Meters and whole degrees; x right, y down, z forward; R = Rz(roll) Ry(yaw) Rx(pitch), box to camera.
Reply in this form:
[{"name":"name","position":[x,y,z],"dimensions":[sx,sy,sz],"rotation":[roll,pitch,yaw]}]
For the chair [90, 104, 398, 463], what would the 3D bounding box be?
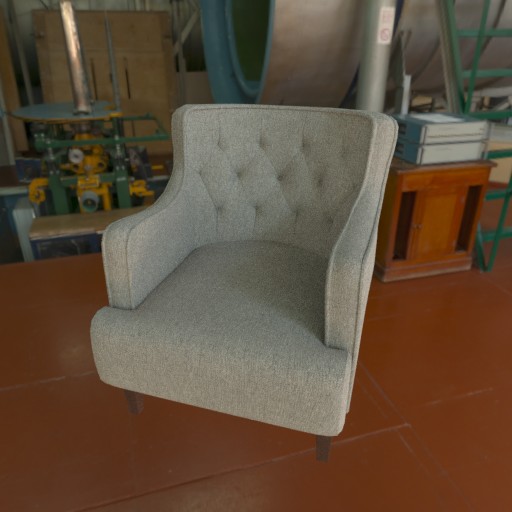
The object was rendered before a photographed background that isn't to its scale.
[{"name":"chair","position":[0.000,0.000,1.530],"dimensions":[0.820,0.920,0.910],"rotation":[8,27,15]}]
